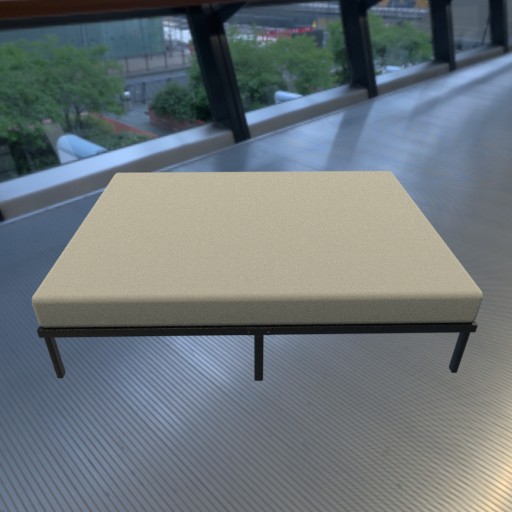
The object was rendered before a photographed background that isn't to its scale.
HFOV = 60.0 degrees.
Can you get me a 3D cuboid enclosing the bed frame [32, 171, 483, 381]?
[{"bbox_3d":[0.000,0.000,3.532,2.635,0.680,1.990,-1,32,-1],"label":"bed frame"}]
